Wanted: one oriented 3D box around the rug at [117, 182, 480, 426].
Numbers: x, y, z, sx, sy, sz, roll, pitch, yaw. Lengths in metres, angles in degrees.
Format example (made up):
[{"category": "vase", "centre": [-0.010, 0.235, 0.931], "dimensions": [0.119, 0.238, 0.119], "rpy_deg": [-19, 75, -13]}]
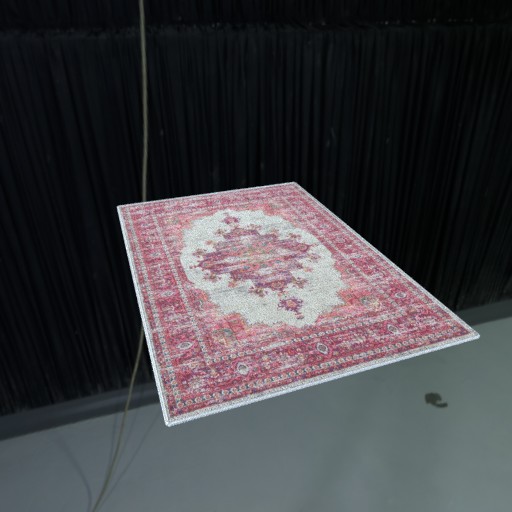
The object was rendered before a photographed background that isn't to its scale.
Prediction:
[{"category": "rug", "centre": [0.000, 0.000, 2.242], "dimensions": [1.217, 0.011, 1.747], "rpy_deg": [-10, 32, -17]}]
